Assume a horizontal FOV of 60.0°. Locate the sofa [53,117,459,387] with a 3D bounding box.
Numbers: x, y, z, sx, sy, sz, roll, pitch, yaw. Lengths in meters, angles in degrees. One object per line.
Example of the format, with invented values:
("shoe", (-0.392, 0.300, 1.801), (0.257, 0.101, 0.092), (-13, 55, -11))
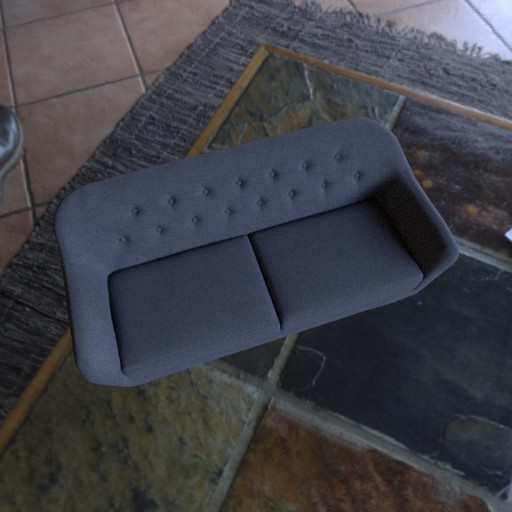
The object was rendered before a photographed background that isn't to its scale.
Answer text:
("sofa", (0.000, 0.000, 2.284), (1.840, 0.820, 0.820), (-16, 64, -8))
